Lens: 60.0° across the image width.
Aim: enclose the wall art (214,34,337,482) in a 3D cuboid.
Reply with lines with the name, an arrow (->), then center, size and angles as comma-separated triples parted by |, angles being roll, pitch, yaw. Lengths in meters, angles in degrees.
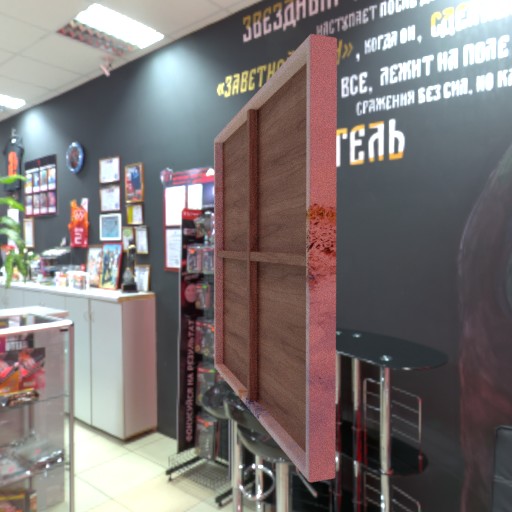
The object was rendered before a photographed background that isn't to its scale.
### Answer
wall art -> 0.000, 0.000, 1.561 | 0.071, 1.061, 1.061 | 0, 1, -18
